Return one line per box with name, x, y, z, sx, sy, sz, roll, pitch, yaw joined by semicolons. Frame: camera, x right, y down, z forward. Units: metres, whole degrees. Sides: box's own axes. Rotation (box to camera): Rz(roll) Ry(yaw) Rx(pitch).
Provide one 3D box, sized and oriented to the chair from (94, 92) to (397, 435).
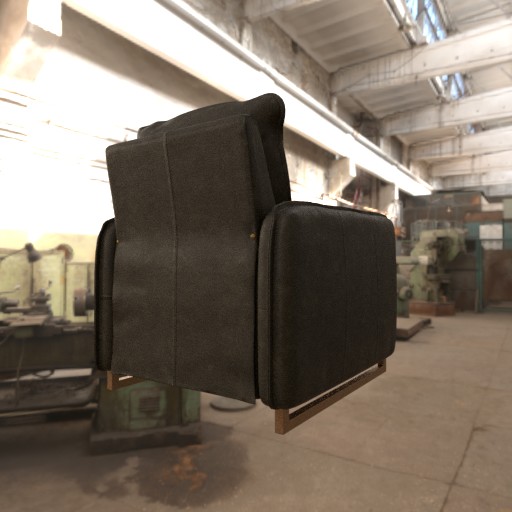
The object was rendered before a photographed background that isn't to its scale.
chair;0.000;0.000;1.650;0.830;0.921;0.921;-1;-1;35
